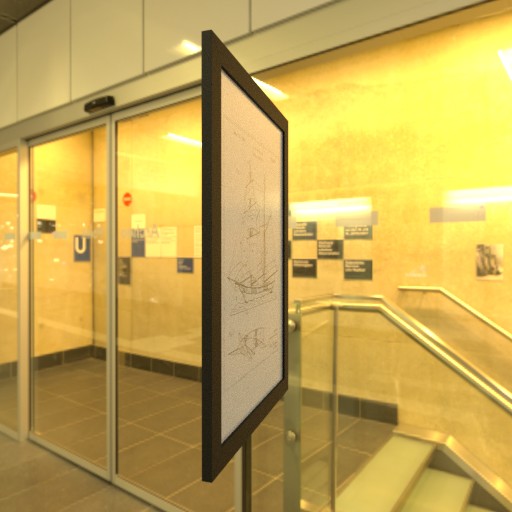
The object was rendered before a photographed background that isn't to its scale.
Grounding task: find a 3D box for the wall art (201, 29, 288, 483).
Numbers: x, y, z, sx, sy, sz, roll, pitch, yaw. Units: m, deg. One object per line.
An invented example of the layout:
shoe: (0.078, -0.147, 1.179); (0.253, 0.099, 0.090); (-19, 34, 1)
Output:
wall art: (0.000, 0.000, 0.605); (0.011, 0.459, 0.326); (0, 0, 18)
